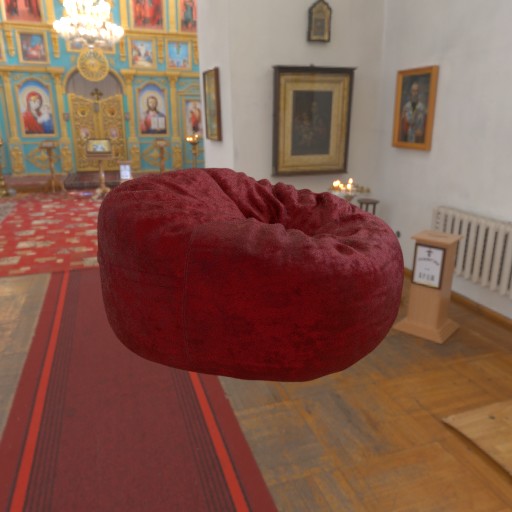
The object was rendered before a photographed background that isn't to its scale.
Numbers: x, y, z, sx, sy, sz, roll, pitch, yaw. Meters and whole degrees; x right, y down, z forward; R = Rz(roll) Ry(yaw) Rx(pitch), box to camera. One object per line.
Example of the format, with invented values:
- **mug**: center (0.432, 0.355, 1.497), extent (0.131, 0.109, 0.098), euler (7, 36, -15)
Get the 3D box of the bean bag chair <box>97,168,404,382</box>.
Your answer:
- **bean bag chair**: center (0.000, 0.000, 2.393), extent (1.524, 0.878, 1.524), euler (8, 17, 25)
